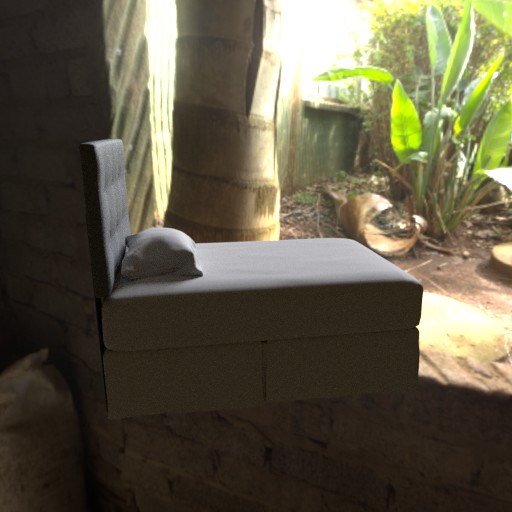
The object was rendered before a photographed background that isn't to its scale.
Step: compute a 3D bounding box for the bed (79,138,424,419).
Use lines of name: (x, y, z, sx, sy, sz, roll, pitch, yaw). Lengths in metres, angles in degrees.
bed: (0.000, 0.000, 3.086, 1.997, 1.571, 1.261, -3, 16, -9)
